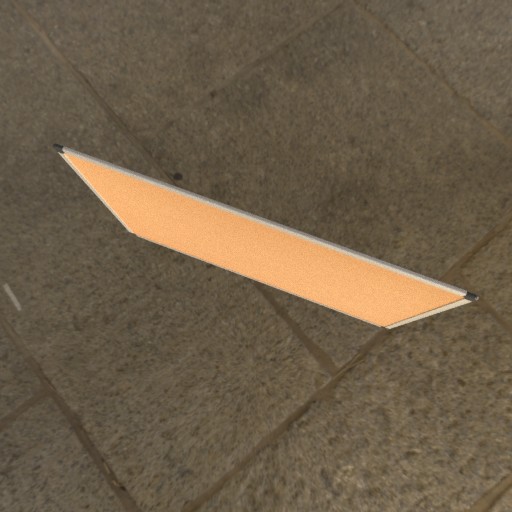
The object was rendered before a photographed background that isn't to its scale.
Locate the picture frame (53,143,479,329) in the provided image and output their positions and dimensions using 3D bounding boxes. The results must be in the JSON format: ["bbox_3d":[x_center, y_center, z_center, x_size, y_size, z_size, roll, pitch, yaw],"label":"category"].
[{"bbox_3d":[0.000,0.000,1.162,0.900,0.600,0.010,20,76,5],"label":"picture frame"}]
